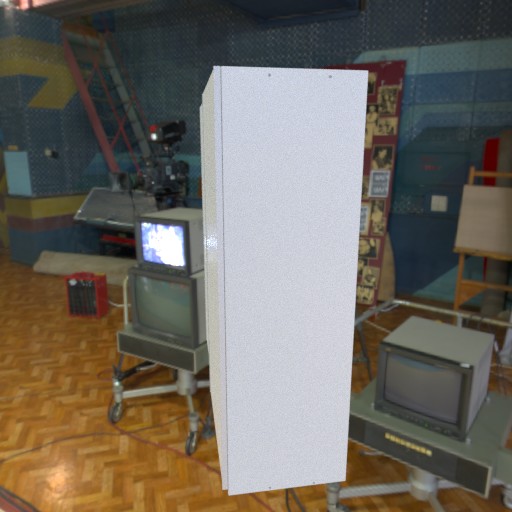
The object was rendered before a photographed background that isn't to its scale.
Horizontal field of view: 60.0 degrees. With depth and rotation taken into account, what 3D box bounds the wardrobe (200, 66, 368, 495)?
[{"bbox_3d":[0.000,0.000,2.832,0.629,1.960,1.780,-2,14,-9],"label":"wardrobe"}]
